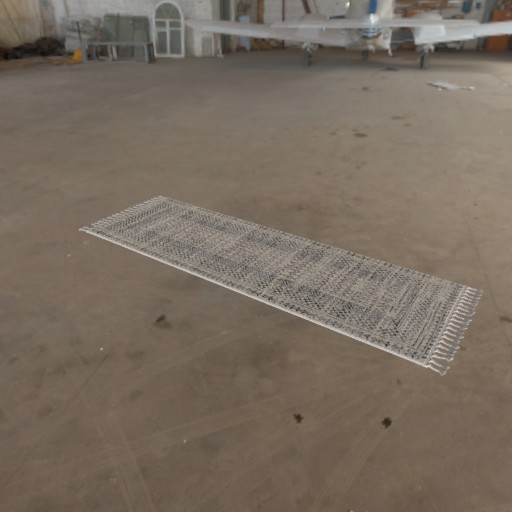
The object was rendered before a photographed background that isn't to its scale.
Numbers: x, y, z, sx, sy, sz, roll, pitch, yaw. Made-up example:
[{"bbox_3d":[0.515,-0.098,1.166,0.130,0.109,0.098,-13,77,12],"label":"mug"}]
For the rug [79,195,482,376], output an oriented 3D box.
[{"bbox_3d":[0.000,0.000,2.737,2.480,0.013,0.786,19,34,30],"label":"rug"}]
